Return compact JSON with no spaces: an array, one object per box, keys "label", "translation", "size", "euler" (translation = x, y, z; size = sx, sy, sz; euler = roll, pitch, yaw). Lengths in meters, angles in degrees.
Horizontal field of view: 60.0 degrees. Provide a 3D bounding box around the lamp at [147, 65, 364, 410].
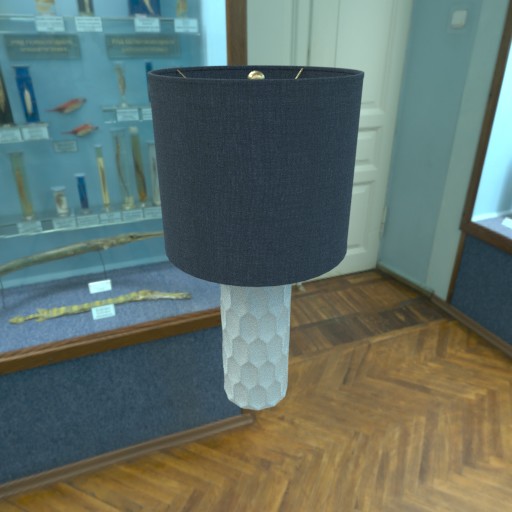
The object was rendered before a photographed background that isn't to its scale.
[{"label":"lamp","translation":[0.000,0.000,0.695],"size":[0.277,0.537,0.277],"euler":[-9,27,-17]}]
